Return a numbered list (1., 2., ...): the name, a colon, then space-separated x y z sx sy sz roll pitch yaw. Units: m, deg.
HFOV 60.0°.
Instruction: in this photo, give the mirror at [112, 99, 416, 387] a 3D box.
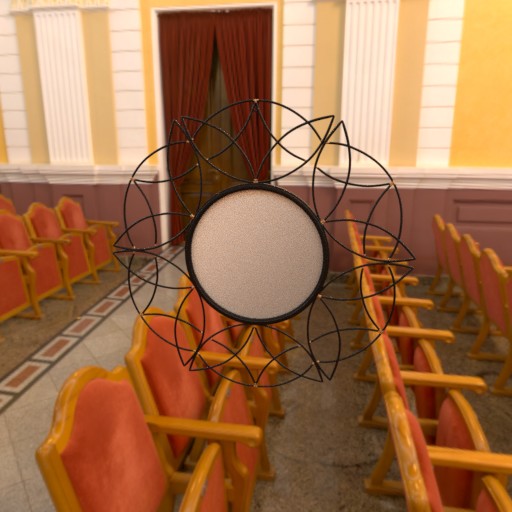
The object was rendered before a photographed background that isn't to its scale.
1. mirror: 0.000 0.000 1.156 0.797 0.775 0.028 2 15 9
